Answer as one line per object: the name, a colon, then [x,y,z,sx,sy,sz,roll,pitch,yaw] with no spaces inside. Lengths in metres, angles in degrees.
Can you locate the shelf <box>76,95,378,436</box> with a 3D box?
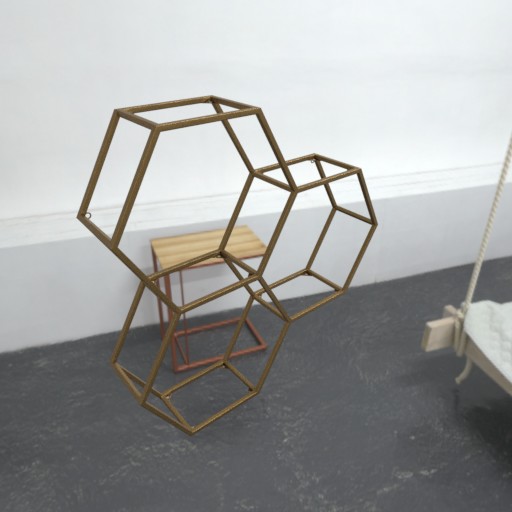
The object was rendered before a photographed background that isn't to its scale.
shelf: [0.000,0.000,1.024,0.708,0.701,0.150,-22,37,-33]
